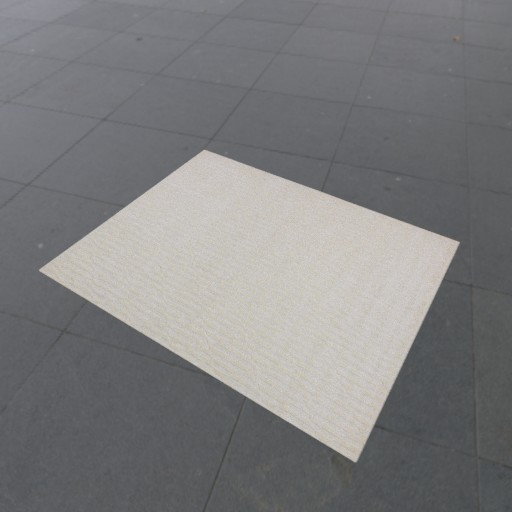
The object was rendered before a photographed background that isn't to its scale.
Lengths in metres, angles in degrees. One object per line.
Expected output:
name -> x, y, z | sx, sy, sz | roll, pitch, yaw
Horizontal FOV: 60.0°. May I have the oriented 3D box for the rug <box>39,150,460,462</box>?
rug -> 0.000, 0.000, 4.077 | 3.055, 0.021, 2.410 | 24, 50, 23
